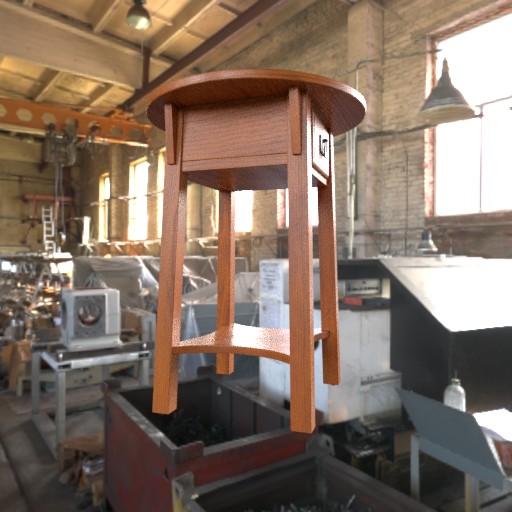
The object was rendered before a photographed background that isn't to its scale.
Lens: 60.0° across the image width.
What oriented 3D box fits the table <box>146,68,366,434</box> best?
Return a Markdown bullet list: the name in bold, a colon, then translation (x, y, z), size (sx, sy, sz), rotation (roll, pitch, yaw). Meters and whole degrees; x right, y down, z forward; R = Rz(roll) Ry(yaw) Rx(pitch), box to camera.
- **table**: translation (0.000, 0.000, 0.948), size (0.457, 0.610, 0.457), rotation (0, 0, 0)
